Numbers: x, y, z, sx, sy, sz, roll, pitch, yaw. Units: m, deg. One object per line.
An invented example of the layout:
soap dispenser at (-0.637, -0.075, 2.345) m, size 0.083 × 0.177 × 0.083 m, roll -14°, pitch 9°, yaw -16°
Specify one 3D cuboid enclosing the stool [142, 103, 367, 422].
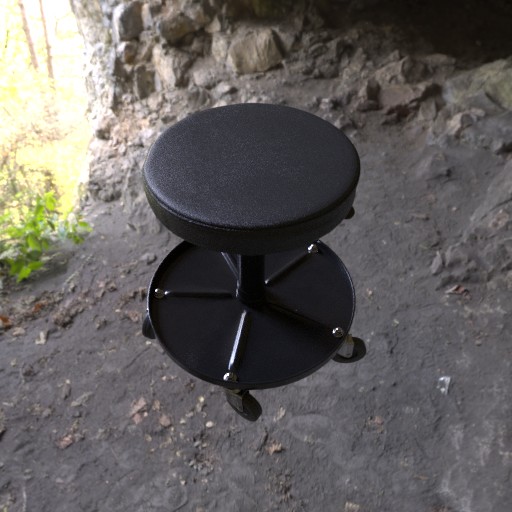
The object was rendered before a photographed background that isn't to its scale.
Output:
stool at (0.000, 0.000, 0.682) m, size 0.382 × 0.365 × 0.381 m, roll 5°, pitch 47°, yaw 4°
